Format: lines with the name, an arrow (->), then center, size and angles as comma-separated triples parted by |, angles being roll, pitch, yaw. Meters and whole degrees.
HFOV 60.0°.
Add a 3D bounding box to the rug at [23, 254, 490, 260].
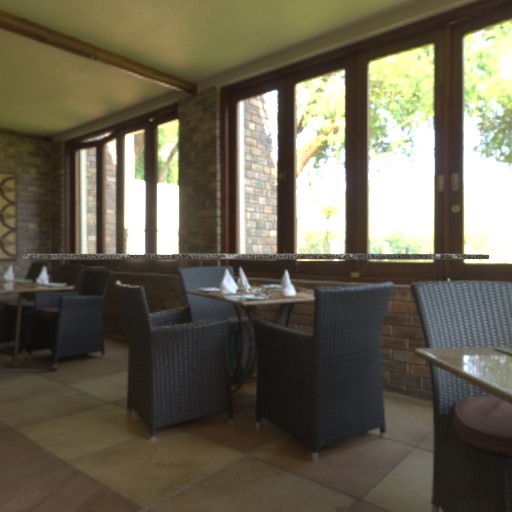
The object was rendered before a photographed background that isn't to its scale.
rug -> 0.000, 0.000, 3.056 | 2.438, 0.030, 1.524 | 0, 0, -1
